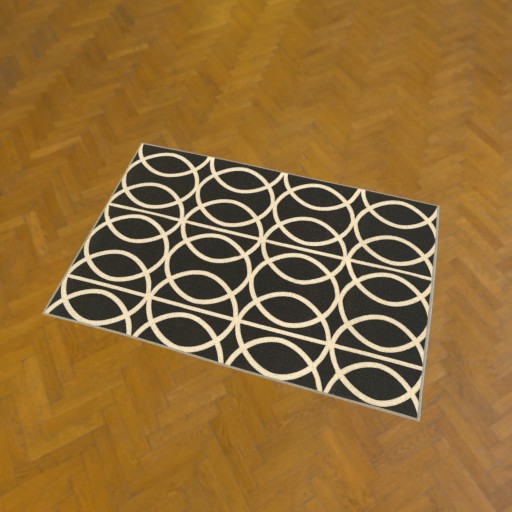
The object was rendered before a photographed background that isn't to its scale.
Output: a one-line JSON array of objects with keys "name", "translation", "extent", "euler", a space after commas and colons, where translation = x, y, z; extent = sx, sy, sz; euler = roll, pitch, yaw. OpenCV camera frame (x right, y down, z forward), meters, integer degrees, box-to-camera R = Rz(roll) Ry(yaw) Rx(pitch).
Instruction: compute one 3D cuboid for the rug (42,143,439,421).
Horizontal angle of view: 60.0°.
[{"name": "rug", "translation": [0.000, 0.000, 2.928], "extent": [2.294, 0.014, 1.528], "euler": [14, 60, 8]}]
